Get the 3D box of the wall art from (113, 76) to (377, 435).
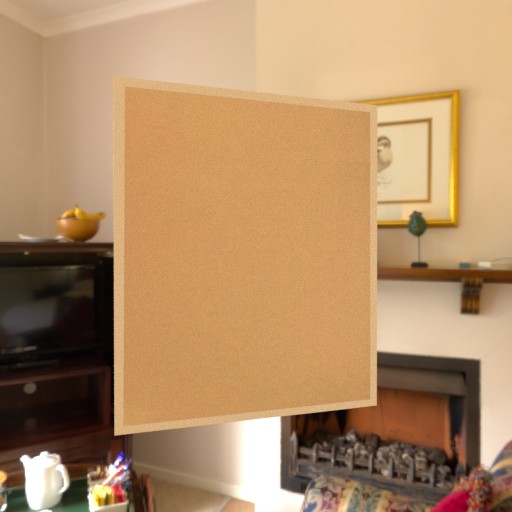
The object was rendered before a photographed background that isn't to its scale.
[{"bbox_3d":[0.000,0.000,0.625,0.382,0.456,0.013,0,0,-17],"label":"wall art"}]
